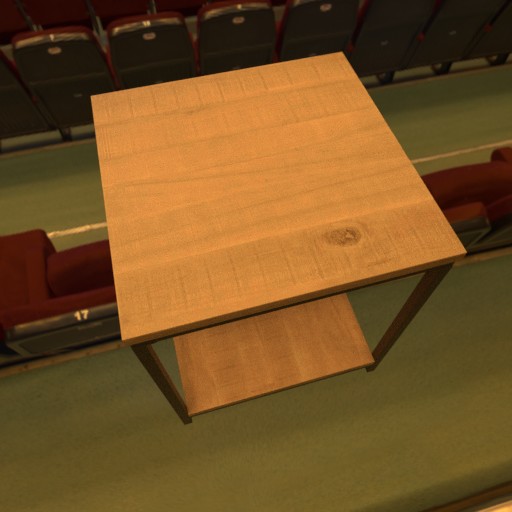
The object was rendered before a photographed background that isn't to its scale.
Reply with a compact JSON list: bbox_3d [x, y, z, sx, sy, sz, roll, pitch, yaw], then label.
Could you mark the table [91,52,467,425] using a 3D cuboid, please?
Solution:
[{"bbox_3d":[0.000,0.000,0.996,0.507,0.589,0.503,-13,59,-8],"label":"table"}]
